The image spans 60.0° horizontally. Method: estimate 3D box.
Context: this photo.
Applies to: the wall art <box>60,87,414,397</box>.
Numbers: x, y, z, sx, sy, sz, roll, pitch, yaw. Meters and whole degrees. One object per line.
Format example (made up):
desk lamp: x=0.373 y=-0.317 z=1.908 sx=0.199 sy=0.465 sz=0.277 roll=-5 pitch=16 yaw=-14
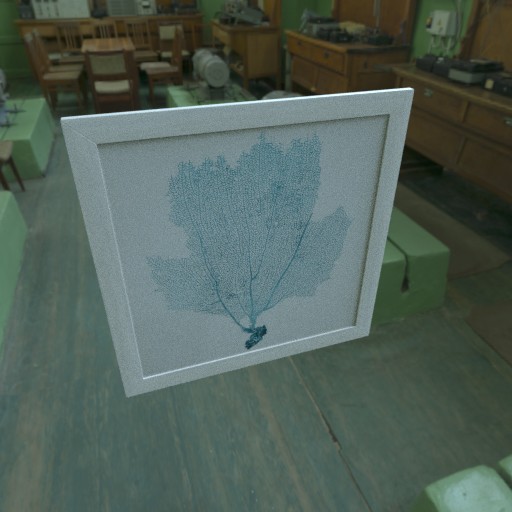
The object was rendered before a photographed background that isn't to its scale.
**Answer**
wall art: x=0.000 y=0.000 z=0.863 sx=0.584 sy=0.584 sz=0.013 roll=-11 pitch=34 yaw=-16
